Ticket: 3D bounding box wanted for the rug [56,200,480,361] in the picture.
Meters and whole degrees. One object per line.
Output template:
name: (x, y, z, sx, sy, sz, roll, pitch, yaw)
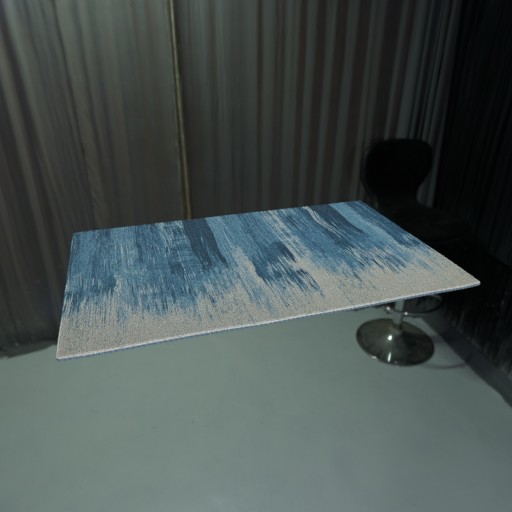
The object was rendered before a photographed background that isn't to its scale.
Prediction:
rug: (0.000, 0.000, 3.046, 2.450, 0.027, 1.540, -8, 28, -15)
